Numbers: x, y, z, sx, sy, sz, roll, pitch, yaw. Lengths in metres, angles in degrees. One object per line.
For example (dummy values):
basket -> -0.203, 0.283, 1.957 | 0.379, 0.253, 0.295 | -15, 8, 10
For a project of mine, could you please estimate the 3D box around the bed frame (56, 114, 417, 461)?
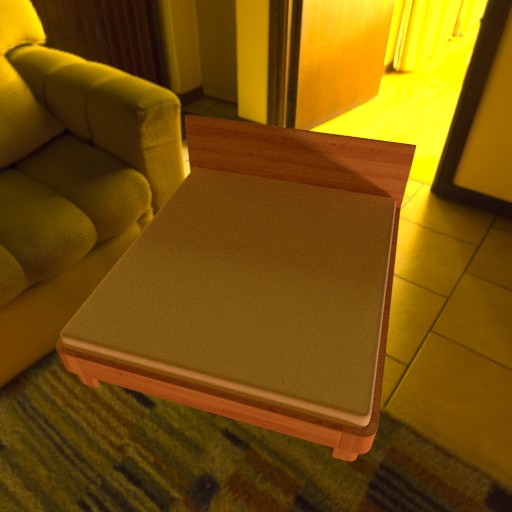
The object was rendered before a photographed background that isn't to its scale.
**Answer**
bed frame -> 0.000, 0.000, 3.066 | 1.872, 0.940, 2.092 | 11, 42, 13
